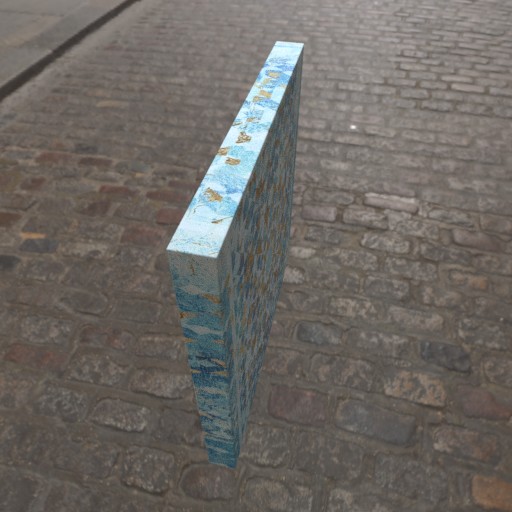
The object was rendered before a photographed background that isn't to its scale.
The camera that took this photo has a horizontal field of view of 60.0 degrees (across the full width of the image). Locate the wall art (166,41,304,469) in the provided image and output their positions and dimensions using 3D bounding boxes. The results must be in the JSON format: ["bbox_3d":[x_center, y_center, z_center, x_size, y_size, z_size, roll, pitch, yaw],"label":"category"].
[{"bbox_3d":[0.000,0.000,0.591,0.037,0.405,0.405,9,46,9],"label":"wall art"}]
